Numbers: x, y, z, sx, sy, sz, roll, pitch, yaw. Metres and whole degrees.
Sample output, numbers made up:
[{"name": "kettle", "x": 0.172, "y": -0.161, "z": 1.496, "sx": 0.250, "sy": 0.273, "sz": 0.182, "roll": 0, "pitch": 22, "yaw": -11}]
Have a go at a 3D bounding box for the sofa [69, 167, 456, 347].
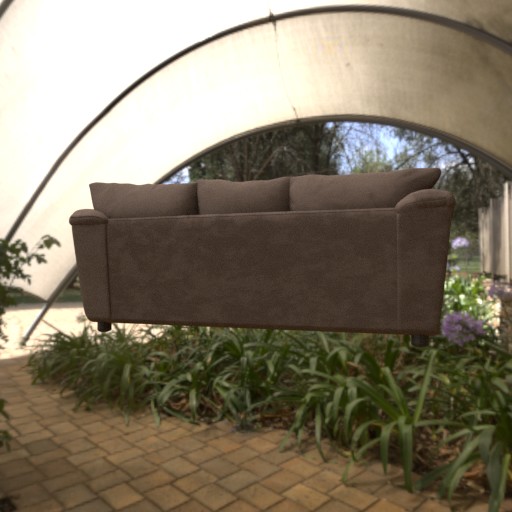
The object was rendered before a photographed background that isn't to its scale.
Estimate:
[{"name": "sofa", "x": 0.000, "y": 0.000, "z": 2.876, "sx": 2.377, "sy": 0.981, "sz": 0.893, "roll": -1, "pitch": -2, "yaw": 17}]
